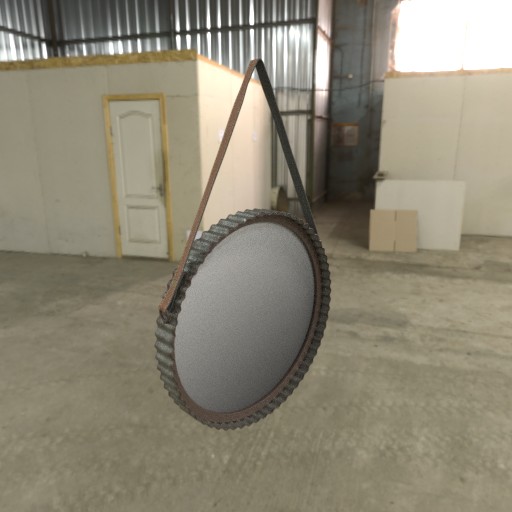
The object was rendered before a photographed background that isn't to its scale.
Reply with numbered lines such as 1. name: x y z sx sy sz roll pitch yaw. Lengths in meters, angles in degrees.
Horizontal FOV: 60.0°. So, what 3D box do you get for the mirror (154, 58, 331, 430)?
1. mirror: 0.000 0.000 0.691 0.355 0.568 0.042 -15 22 -43
